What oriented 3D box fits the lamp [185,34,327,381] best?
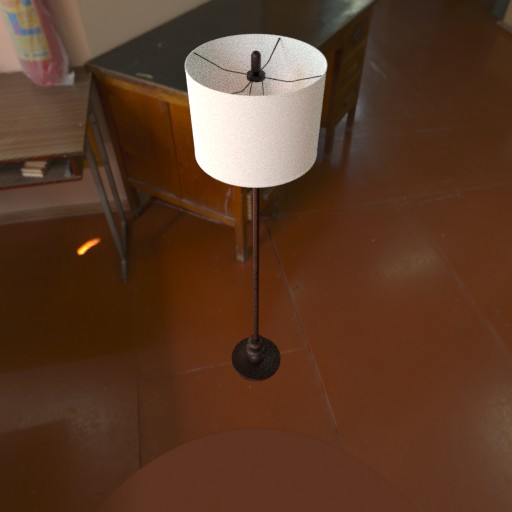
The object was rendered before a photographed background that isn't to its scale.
[{"bbox_3d":[0.000,0.000,1.639,0.356,1.487,0.356,16,49,15],"label":"lamp"}]
